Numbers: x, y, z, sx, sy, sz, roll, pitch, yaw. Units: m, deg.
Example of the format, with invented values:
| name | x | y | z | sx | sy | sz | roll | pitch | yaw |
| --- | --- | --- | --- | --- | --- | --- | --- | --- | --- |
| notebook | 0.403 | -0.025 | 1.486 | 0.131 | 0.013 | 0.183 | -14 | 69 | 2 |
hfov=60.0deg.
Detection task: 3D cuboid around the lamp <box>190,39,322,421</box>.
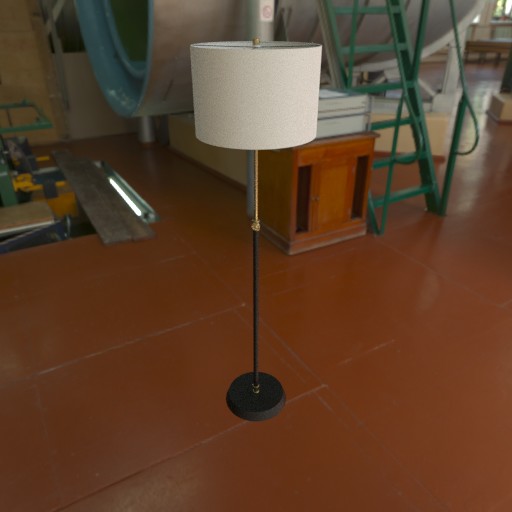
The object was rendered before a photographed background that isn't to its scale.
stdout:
| name | x | y | z | sx | sy | sz | roll | pitch | yaw |
| --- | --- | --- | --- | --- | --- | --- | --- | --- | --- |
| lamp | 0.000 | 0.000 | 1.723 | 0.404 | 1.517 | 0.404 | 2 | 29 | 3 |
